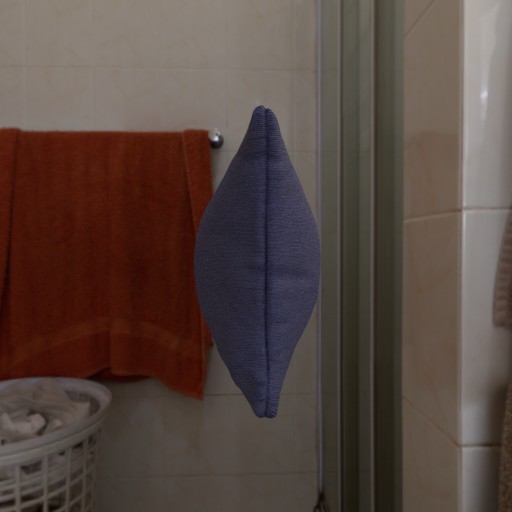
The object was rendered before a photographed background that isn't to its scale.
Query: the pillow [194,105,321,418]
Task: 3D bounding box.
[{"bbox_3d":[0.000,0.000,0.785,0.210,0.338,0.633,0,2,0],"label":"pillow"}]
